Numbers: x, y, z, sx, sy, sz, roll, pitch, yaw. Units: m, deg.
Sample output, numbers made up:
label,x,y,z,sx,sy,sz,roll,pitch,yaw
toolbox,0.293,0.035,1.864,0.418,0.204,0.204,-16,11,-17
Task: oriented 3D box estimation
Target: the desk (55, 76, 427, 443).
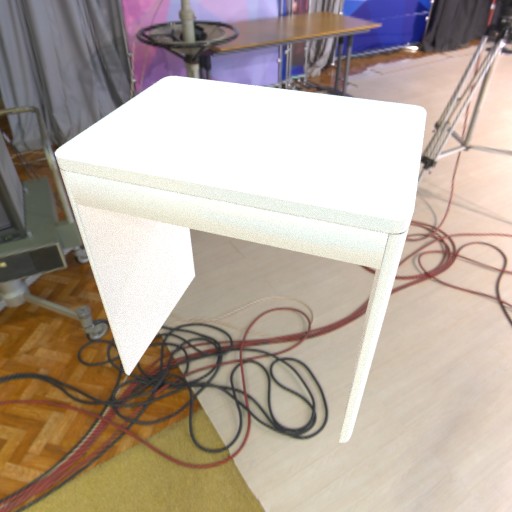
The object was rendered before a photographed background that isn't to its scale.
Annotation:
label,x,y,z,sx,sy,sz,roll,pitch,yaw
desk,0.000,0.000,1.318,0.762,0.800,0.549,13,42,14
